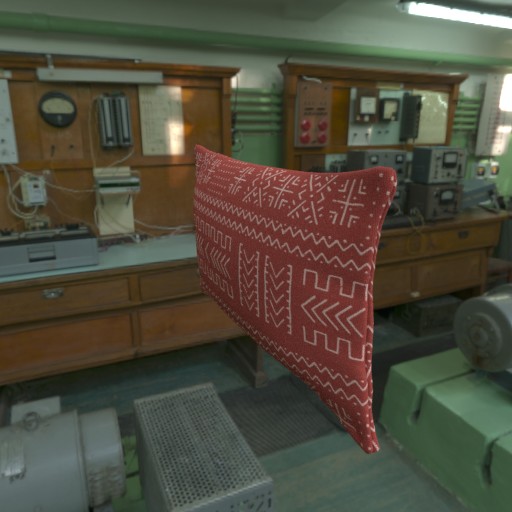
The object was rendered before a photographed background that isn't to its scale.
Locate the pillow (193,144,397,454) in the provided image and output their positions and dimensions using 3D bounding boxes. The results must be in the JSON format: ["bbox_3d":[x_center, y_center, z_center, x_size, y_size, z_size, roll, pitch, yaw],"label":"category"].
[{"bbox_3d":[0.000,0.000,0.768,0.130,0.352,0.640,-8,18,-25],"label":"pillow"}]
